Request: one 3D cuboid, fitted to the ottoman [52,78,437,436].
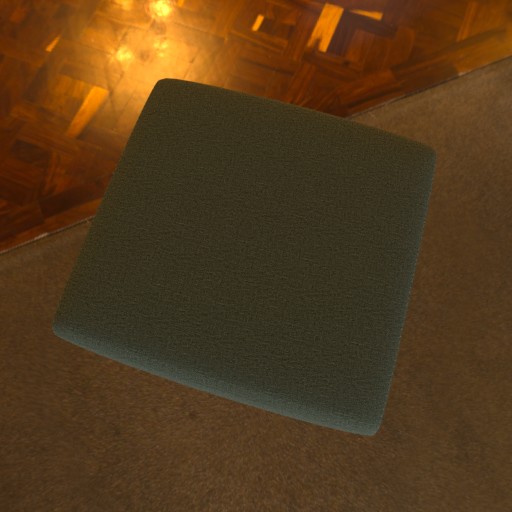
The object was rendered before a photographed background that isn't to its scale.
[{"bbox_3d":[0.000,0.000,1.053,0.650,0.398,0.649,16,74,5],"label":"ottoman"}]
